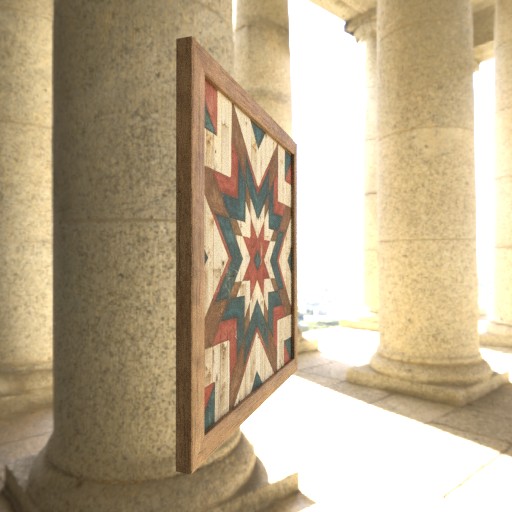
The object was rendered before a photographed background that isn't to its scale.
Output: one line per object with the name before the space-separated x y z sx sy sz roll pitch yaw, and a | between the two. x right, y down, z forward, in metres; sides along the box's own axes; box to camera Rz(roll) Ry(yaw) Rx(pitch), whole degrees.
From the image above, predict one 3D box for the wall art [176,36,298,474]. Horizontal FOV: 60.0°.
wall art | 0.000 0.000 1.030 0.029 0.691 0.695 0 0 19
